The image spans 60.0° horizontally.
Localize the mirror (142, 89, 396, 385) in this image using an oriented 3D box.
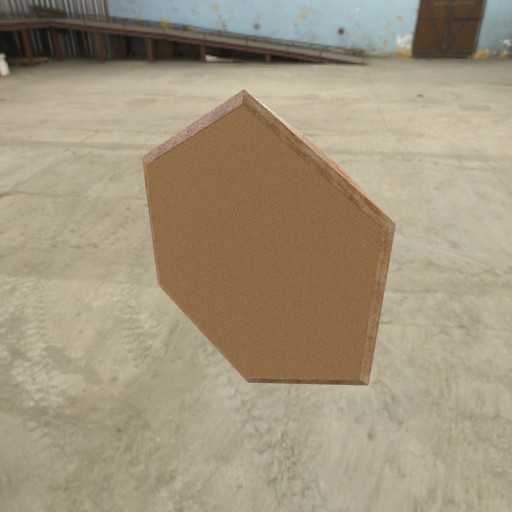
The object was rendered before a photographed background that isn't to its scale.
[{"bbox_3d":[0.000,0.000,1.081,0.675,0.779,0.091,20,35,32],"label":"mirror"}]
